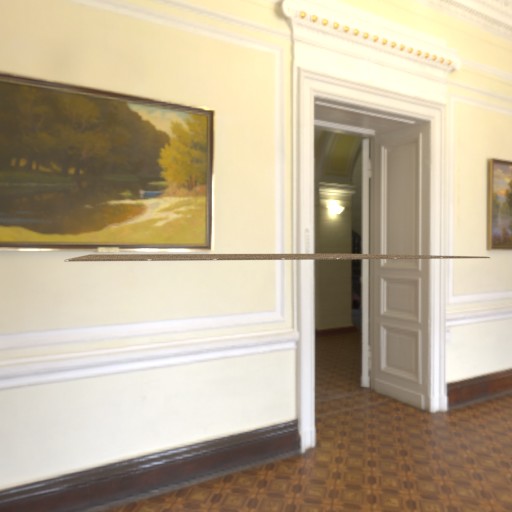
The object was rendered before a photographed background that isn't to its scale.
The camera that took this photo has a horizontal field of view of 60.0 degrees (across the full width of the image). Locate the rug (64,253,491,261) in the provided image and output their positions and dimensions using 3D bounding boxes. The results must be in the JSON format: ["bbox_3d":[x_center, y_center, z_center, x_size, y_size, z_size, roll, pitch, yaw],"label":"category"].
[{"bbox_3d":[0.000,0.000,4.155,3.062,0.012,2.457,0,1,-17],"label":"rug"}]
